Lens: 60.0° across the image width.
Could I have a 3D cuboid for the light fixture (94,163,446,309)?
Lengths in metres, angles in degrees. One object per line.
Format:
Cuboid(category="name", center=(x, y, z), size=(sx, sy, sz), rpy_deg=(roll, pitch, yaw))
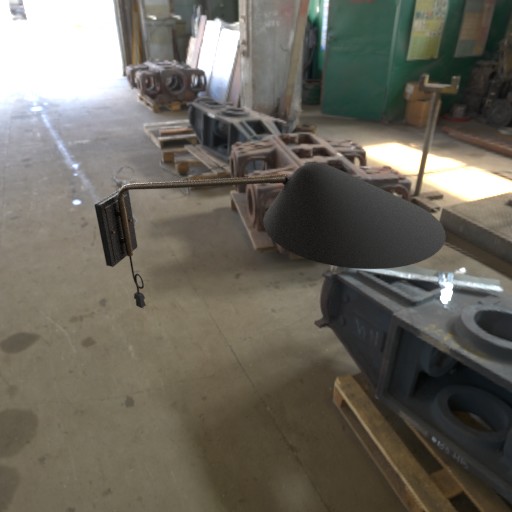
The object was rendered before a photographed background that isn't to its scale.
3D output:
Cuboid(category="light fixture", center=(0.000, 0.000, 0.684), size=(0.516, 0.312, 0.240), rpy_deg=(11, 32, 17))
